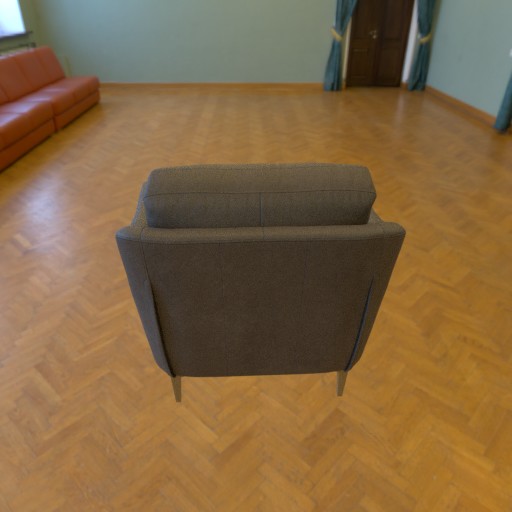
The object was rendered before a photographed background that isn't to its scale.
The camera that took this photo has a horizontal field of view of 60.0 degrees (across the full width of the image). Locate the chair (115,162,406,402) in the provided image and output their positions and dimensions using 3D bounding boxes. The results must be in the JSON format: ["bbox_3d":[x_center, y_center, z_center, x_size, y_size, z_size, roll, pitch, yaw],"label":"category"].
[{"bbox_3d":[0.000,0.000,1.729,0.988,0.901,0.961,-1,30,-2],"label":"chair"}]
